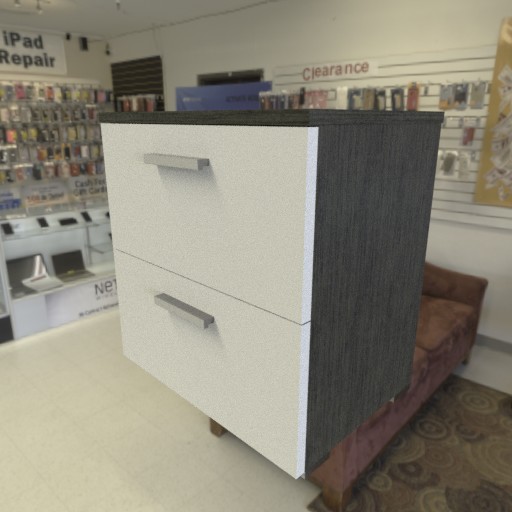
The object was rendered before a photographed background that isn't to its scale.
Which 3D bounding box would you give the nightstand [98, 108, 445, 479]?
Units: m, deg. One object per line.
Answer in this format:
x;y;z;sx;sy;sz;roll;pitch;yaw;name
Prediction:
0.000;0.000;0.745;0.325;0.460;0.441;-16;24;-42;nightstand
